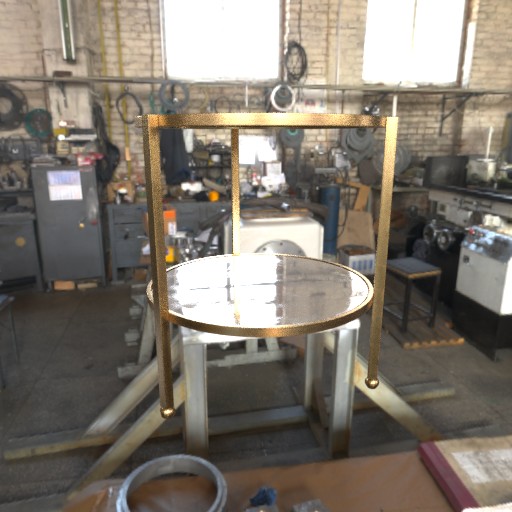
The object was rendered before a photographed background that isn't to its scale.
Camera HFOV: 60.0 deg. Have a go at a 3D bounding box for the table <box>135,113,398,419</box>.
[{"bbox_3d":[0.000,0.000,0.454,0.243,0.269,0.231,-14,21,-42],"label":"table"}]
